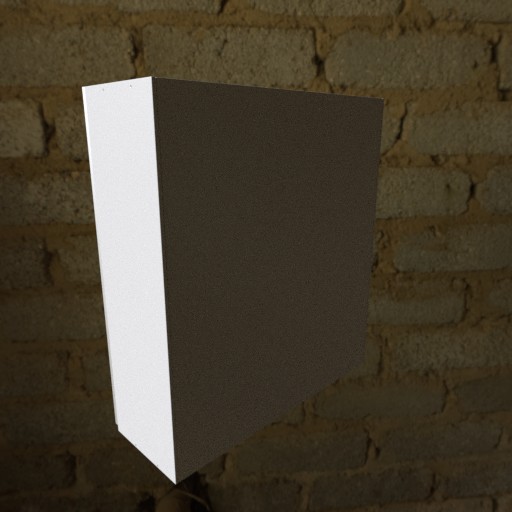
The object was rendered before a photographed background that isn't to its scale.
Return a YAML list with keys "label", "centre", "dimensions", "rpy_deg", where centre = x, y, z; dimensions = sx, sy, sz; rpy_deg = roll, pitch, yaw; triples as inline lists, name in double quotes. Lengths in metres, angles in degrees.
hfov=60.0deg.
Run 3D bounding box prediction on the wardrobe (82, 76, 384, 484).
- label: "wardrobe"
  centre: [0.000, 0.000, 2.826]
  dimensions: [1.780, 1.960, 0.629]
  rpy_deg: [-15, 22, -43]
